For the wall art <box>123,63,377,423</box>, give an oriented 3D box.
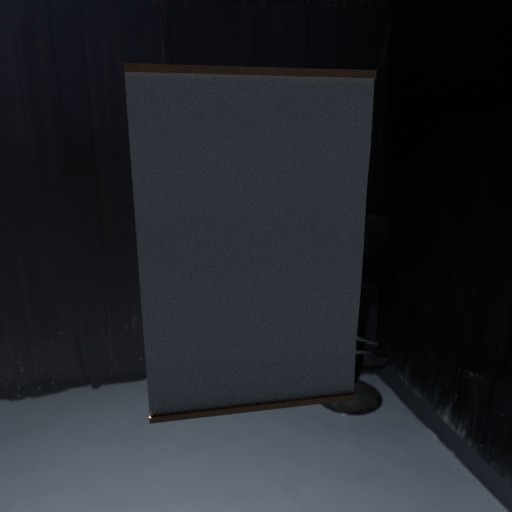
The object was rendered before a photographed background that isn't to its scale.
[{"bbox_3d":[0.000,0.000,0.644,0.332,0.508,0.012,-3,15,-11],"label":"wall art"}]
